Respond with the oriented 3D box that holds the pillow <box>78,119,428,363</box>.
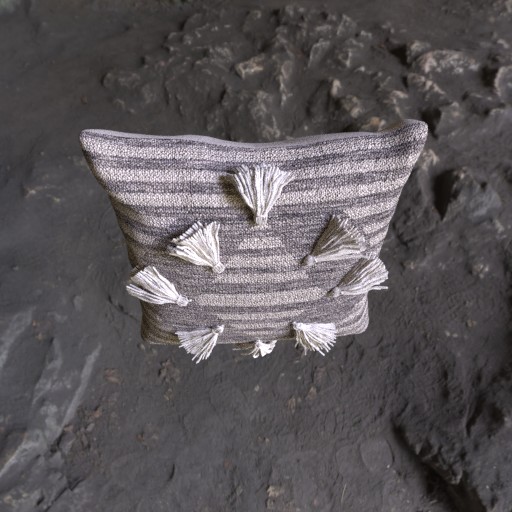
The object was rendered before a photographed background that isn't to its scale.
[{"bbox_3d":[0.000,0.000,0.771,0.484,0.490,0.234,-3,46,-3],"label":"pillow"}]
